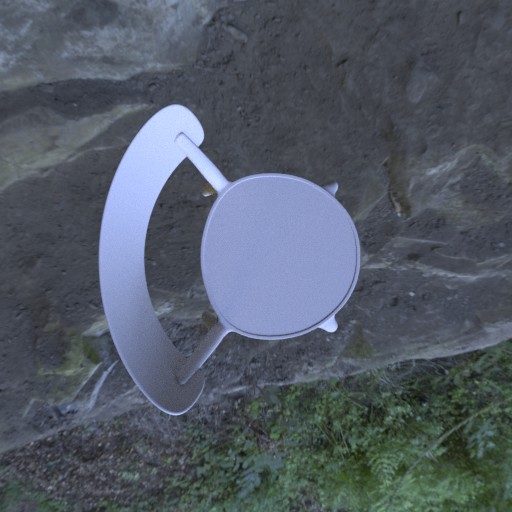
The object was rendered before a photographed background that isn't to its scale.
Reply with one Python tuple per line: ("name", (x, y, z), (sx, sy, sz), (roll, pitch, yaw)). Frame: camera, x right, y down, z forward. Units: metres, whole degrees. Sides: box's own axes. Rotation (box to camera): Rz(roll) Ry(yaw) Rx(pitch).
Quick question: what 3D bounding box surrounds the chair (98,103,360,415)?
("chair", (0.000, 0.000, 1.096), (0.491, 0.790, 0.506), (0, 91, 1))
